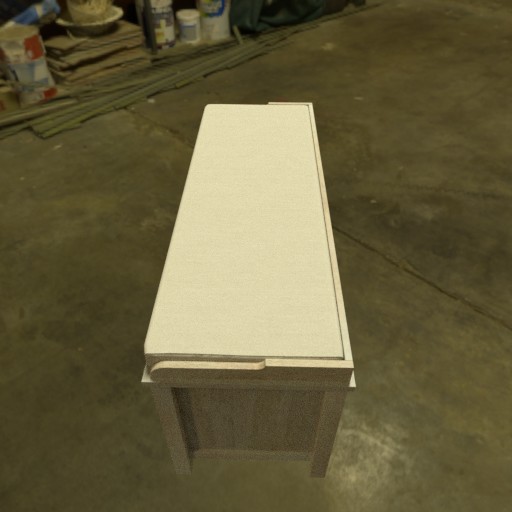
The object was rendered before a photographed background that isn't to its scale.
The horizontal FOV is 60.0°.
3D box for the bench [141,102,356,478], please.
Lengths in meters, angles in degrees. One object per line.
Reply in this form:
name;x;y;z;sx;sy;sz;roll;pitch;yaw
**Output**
bench;0.000;0.000;1.377;0.398;0.501;1.140;1;43;1
